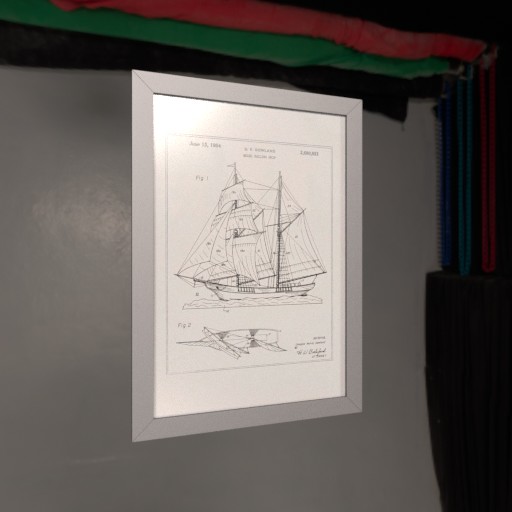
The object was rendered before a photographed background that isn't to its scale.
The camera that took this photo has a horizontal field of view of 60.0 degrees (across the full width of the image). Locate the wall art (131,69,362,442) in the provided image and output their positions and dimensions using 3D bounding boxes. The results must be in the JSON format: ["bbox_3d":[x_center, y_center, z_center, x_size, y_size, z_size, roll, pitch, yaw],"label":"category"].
[{"bbox_3d":[0.000,0.000,0.702,0.380,0.534,0.013,0,0,-19],"label":"wall art"}]
